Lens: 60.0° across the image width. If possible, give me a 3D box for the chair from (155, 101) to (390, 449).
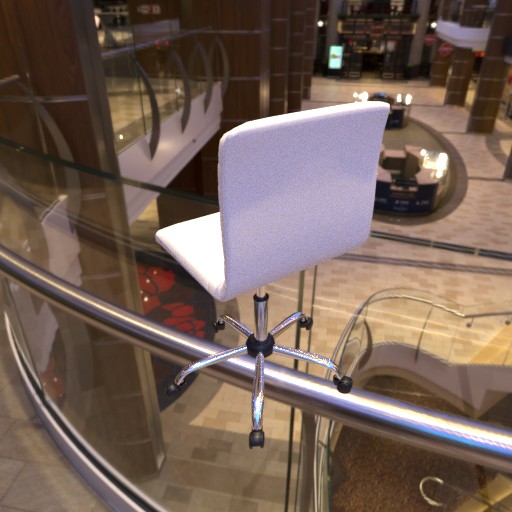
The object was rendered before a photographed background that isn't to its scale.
[{"bbox_3d":[0.000,0.000,1.078,0.520,0.750,0.455,-20,36,-30],"label":"chair"}]
